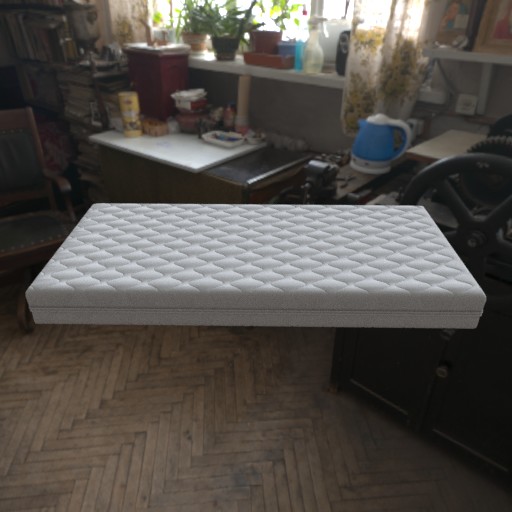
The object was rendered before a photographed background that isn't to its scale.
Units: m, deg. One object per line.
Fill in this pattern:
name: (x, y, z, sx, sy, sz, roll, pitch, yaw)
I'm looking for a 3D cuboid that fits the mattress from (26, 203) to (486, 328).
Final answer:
mattress: (0.000, 0.000, 2.324, 2.000, 0.200, 0.900, 1, 32, 1)
